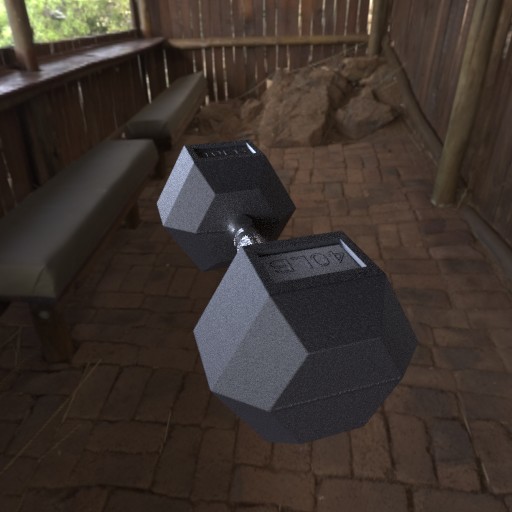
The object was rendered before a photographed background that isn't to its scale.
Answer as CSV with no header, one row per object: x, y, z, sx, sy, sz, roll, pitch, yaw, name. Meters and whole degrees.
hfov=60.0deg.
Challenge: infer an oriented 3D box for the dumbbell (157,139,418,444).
0.000,0.000,0.434,0.157,0.137,0.361,-9,32,-15,dumbbell
